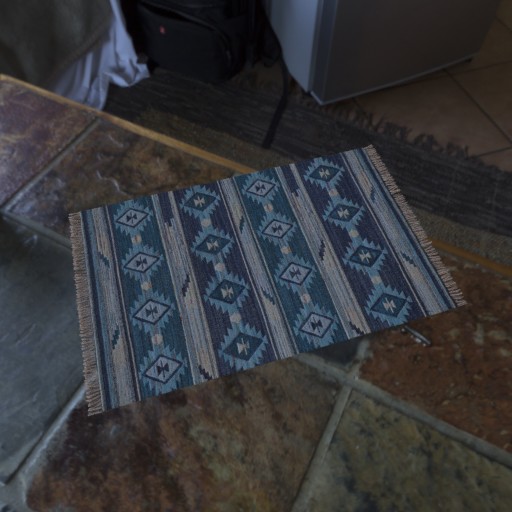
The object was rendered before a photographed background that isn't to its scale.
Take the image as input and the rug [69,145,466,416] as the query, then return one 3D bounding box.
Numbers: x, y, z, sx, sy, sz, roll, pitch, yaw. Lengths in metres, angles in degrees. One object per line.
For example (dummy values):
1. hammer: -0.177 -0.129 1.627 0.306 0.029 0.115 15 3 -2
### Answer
1. rug: 0.000 0.000 2.424 1.936 0.028 1.181 -14 60 -9
